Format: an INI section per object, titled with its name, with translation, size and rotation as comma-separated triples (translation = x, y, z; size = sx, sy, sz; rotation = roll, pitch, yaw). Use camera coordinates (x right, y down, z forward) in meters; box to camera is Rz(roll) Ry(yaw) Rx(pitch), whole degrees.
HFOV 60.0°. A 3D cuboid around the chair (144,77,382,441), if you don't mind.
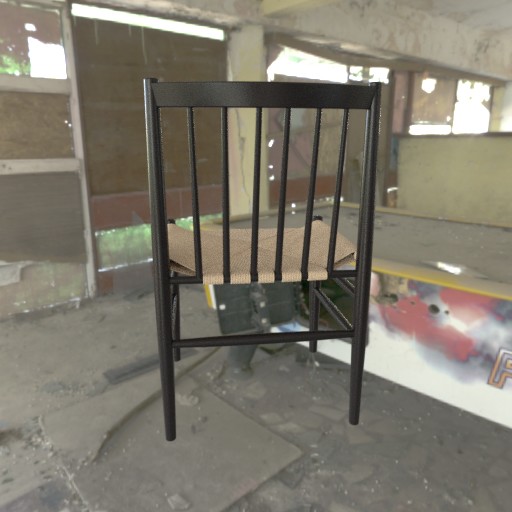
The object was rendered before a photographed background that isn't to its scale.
[chair]
translation = 0.000, 0.000, 1.153
size = 0.495, 0.818, 0.516
rotation = -2, 15, -8
